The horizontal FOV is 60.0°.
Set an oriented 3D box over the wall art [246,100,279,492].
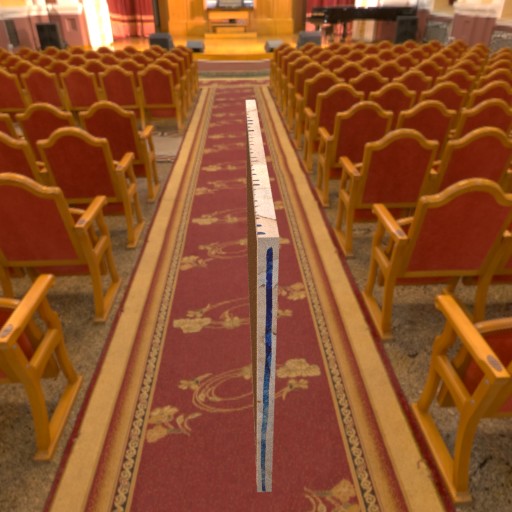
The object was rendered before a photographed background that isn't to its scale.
[{"bbox_3d":[0.000,0.000,1.171,0.030,0.609,0.919,-1,31,-2],"label":"wall art"}]
